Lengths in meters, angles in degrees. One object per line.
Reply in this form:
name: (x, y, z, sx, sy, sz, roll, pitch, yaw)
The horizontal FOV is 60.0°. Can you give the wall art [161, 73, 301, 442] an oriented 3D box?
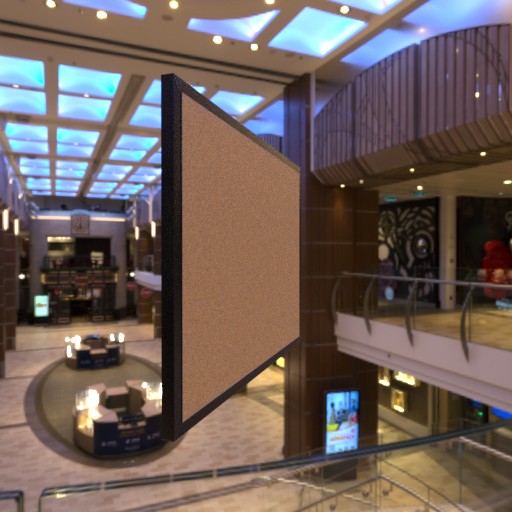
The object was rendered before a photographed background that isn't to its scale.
wall art: (0.000, 0.000, 0.577, 0.013, 0.306, 0.440, 0, 1, 20)
